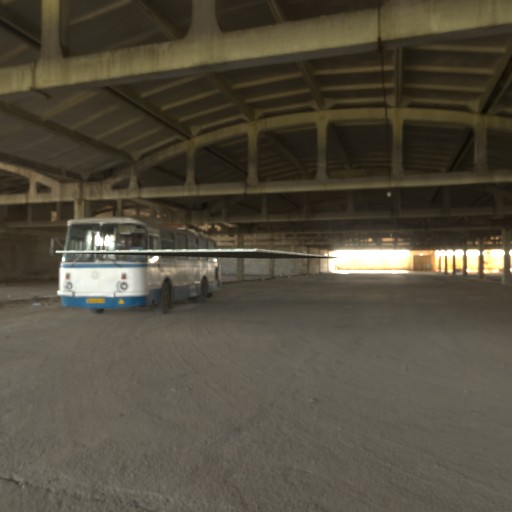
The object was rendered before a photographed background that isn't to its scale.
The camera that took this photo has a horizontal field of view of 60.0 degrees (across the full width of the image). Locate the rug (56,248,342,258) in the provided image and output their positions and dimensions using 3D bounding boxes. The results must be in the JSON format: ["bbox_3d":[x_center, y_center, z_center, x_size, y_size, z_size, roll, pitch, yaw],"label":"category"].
[{"bbox_3d":[0.000,0.000,2.629,0.750,0.009,2.435,0,-1,17],"label":"rug"}]
